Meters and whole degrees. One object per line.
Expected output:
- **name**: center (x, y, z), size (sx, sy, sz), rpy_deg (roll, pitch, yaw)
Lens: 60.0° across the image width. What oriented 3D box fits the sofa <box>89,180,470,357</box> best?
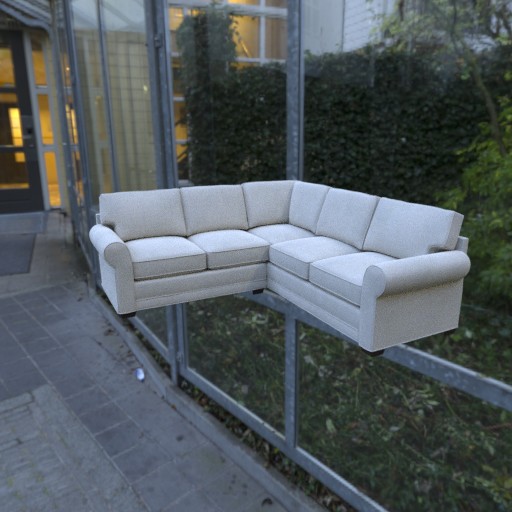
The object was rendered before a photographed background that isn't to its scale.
- **sofa**: center (0.000, 0.000, 3.949), size (2.487, 1.054, 2.569), rpy_deg (-8, 17, -27)
